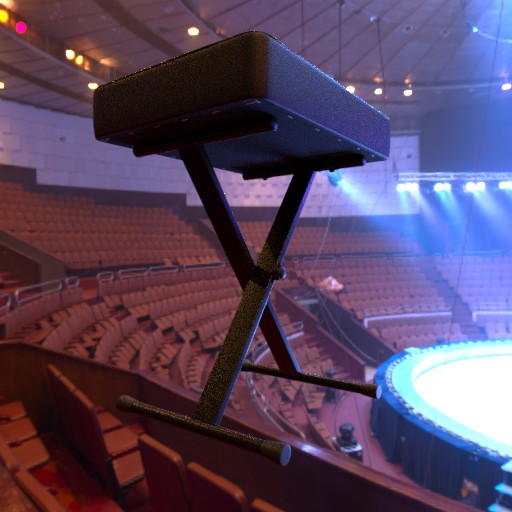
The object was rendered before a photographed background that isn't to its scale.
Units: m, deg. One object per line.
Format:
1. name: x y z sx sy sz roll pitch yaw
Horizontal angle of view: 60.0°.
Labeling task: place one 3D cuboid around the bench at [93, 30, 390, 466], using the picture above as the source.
1. bench: 0.000 0.000 0.744 0.321 0.500 0.424 0 0 36
